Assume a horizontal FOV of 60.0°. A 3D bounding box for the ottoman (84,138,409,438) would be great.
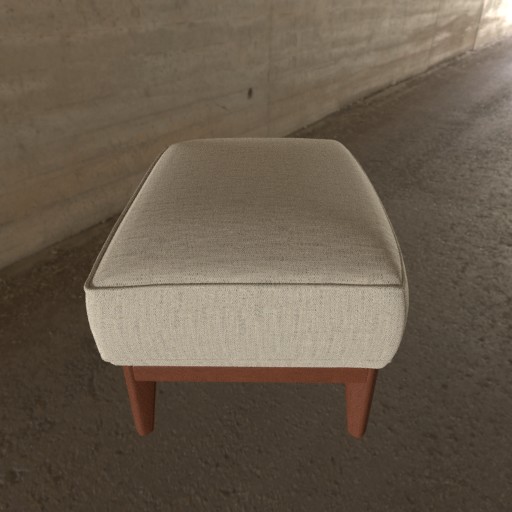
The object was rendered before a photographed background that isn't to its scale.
[{"bbox_3d":[0.000,0.000,1.149,0.594,0.465,0.794,0,32,1],"label":"ottoman"}]
